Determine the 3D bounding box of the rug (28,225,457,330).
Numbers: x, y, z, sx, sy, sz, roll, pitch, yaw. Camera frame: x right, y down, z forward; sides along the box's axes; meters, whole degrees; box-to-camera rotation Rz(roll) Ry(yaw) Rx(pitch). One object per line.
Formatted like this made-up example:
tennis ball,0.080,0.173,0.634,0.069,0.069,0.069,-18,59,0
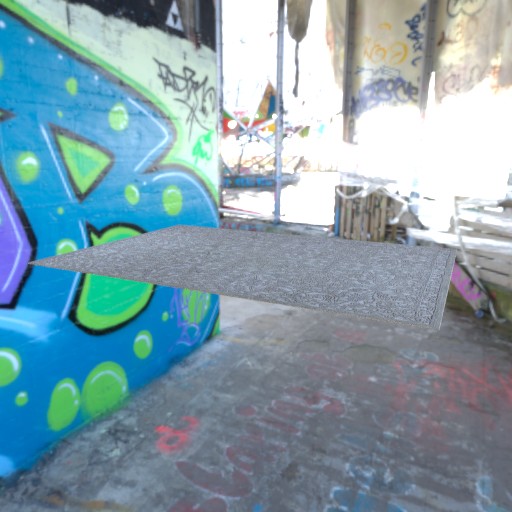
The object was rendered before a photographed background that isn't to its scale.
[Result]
rug,0.000,0.000,2.260,1.827,0.006,1.221,7,15,25
